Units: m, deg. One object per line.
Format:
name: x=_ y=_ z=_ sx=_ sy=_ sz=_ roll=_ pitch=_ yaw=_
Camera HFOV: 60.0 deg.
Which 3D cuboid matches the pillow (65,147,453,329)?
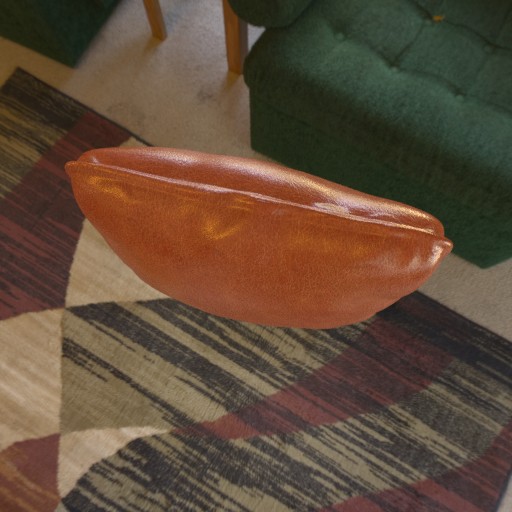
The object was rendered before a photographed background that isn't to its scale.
pillow: x=0.000 y=0.000 z=0.806 sx=0.532 sy=0.523 sz=0.236 roll=12 pitch=76 yaw=3
